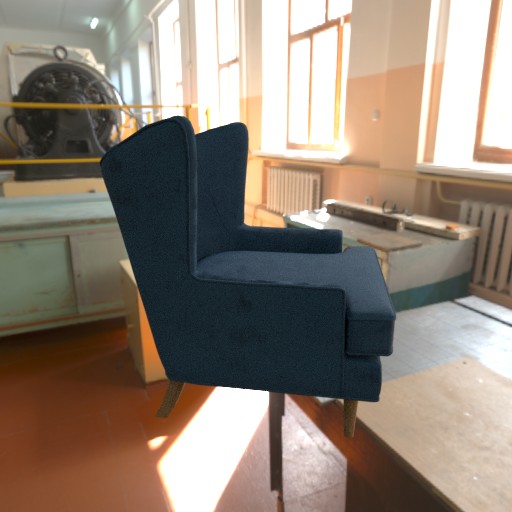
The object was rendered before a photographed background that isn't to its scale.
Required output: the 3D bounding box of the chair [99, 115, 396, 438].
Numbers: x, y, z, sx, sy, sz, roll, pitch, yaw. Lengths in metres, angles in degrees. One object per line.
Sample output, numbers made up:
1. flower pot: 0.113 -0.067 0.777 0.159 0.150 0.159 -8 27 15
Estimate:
1. chair: 0.000 0.000 1.612 0.910 0.952 0.793 3 16 10
